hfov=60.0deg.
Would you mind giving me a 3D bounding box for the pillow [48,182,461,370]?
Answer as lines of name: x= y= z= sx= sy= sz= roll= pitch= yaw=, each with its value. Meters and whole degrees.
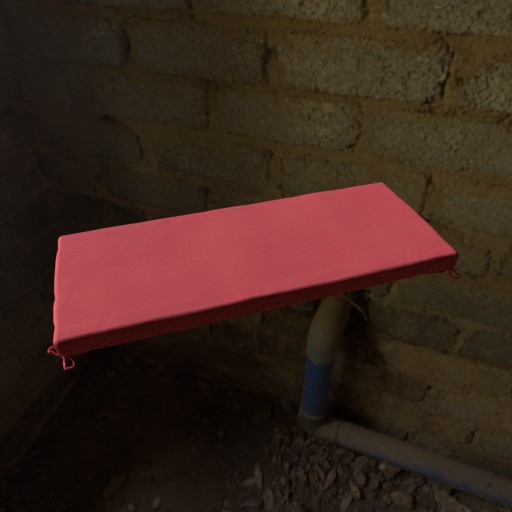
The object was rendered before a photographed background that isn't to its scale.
pillow: x=0.000 y=0.000 z=1.350 sx=1.187 sy=0.081 sz=0.492 roll=-11 pitch=40 yaw=-13
